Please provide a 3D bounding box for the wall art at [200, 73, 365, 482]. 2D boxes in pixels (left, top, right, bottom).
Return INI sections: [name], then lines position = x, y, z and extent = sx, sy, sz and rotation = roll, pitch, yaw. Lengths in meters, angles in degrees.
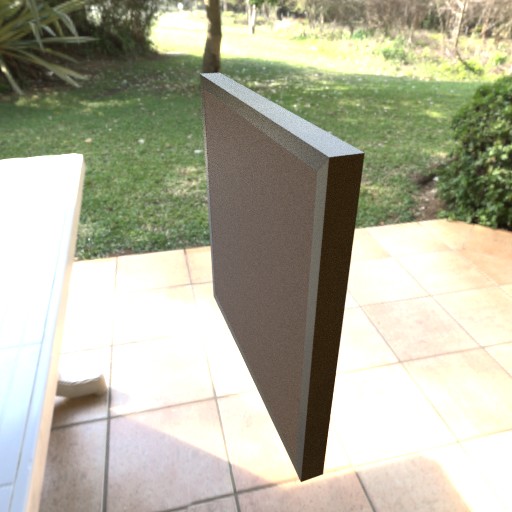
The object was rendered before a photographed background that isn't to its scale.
[wall art]
position = 0.000, 0.000, 0.753
extent = 0.038, 0.508, 0.507
rotation = -11, 33, -17
